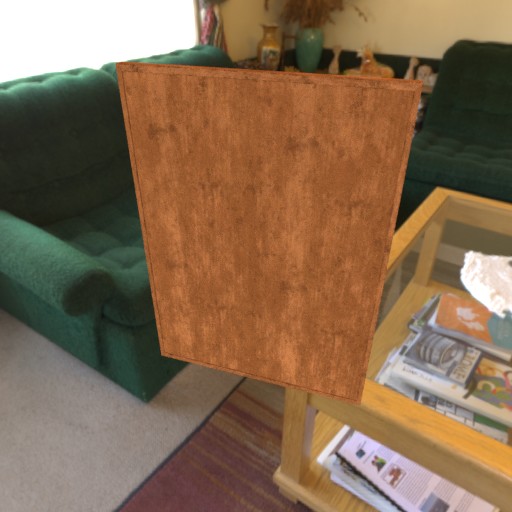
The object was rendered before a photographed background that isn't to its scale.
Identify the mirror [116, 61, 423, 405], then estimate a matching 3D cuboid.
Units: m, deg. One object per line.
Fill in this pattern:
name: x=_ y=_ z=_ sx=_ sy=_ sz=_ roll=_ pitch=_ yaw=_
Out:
mirror: x=0.000 y=0.000 z=1.403 sx=0.796 sy=1.099 sz=0.028 roll=10 pitch=34 yaw=15
